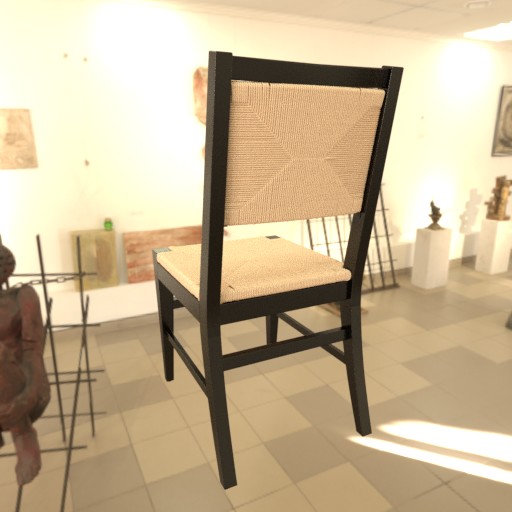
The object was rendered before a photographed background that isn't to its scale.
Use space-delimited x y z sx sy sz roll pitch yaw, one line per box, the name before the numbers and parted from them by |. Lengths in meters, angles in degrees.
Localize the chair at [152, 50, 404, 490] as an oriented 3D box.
chair | 0.000 0.000 1.206 0.437 0.927 0.552 -8 17 -26
